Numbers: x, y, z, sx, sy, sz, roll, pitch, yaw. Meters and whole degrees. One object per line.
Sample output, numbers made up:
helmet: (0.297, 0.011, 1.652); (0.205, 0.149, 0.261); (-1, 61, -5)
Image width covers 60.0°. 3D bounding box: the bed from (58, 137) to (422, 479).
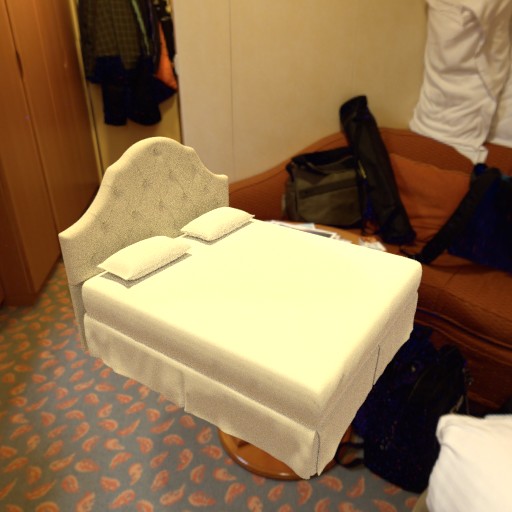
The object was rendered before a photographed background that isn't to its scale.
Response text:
bed: (0.000, 0.000, 3.544); (2.214, 1.615, 2.008); (17, 31, 31)
